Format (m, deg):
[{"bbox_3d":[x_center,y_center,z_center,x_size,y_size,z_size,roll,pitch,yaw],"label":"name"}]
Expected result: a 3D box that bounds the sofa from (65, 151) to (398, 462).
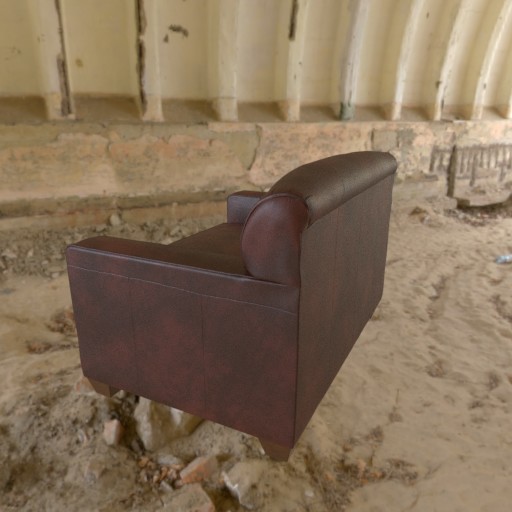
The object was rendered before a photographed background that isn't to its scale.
[{"bbox_3d":[0.000,0.000,2.083,1.000,0.956,1.413,9,20,25],"label":"sofa"}]
